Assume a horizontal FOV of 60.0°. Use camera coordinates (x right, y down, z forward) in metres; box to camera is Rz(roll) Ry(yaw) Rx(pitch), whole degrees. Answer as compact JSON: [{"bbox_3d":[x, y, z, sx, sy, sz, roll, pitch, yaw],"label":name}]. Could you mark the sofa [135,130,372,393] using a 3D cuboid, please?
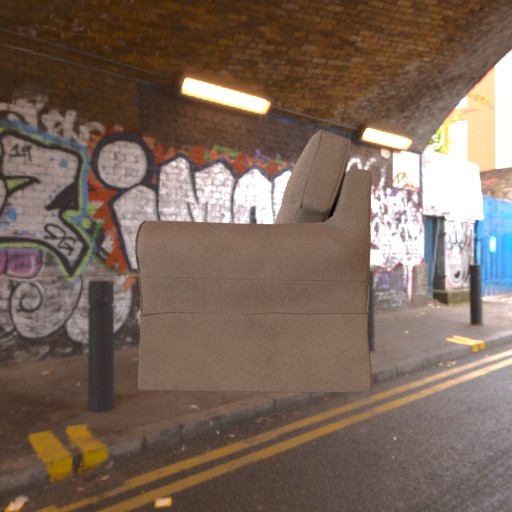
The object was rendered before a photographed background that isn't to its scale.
[{"bbox_3d":[0.000,0.000,2.692,0.900,1.014,2.246,0,0,1],"label":"sofa"}]
